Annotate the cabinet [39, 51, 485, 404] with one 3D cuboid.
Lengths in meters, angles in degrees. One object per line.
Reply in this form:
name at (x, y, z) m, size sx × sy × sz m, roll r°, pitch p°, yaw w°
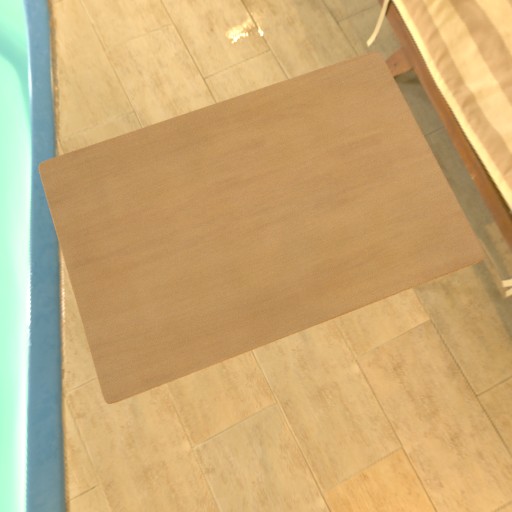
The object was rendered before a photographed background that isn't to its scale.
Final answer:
cabinet at (0.000, 0.000, 1.245) m, size 0.763 × 0.762 × 0.503 m, roll -20°, pitch 77°, yaw -5°
